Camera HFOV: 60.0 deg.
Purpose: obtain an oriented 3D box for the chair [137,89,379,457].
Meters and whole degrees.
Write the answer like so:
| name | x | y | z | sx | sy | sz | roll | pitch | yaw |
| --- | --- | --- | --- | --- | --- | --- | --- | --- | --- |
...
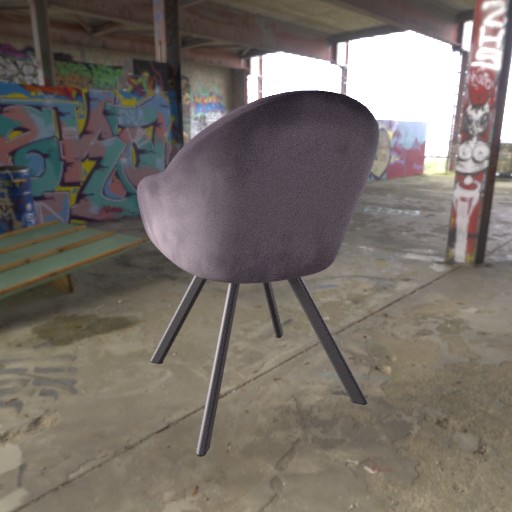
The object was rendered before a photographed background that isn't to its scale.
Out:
| name | x | y | z | sx | sy | sz | roll | pitch | yaw |
| --- | --- | --- | --- | --- | --- | --- | --- | --- | --- |
| chair | 0.000 | 0.000 | 1.187 | 0.550 | 0.795 | 0.590 | -7 | 17 | -24 |
